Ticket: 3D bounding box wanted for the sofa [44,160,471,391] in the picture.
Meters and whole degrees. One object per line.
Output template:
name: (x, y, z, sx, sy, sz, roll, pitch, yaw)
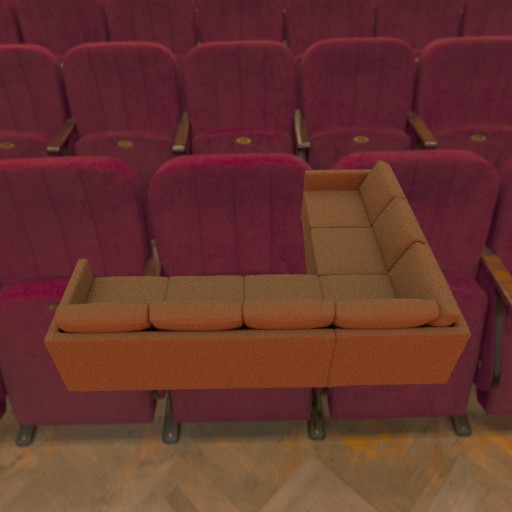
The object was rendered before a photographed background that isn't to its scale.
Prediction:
sofa: (0.000, 0.000, 4.336, 3.182, 0.871, 2.432, -1, 41, -1)
